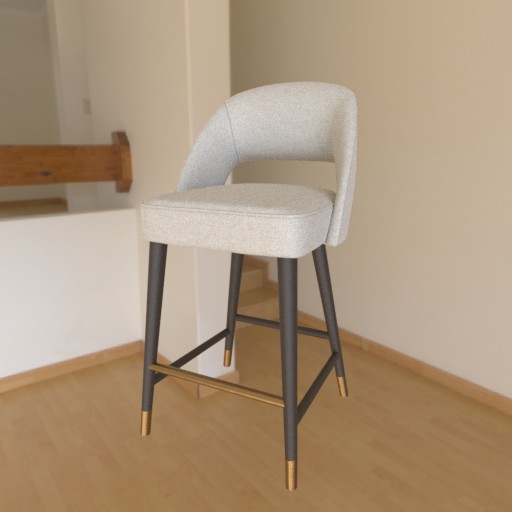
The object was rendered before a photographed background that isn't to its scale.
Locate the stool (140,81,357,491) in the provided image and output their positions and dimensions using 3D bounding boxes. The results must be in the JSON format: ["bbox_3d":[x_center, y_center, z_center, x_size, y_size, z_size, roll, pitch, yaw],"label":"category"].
[{"bbox_3d":[0.000,0.000,1.204,0.494,0.940,0.509,7,16,26],"label":"stool"}]
